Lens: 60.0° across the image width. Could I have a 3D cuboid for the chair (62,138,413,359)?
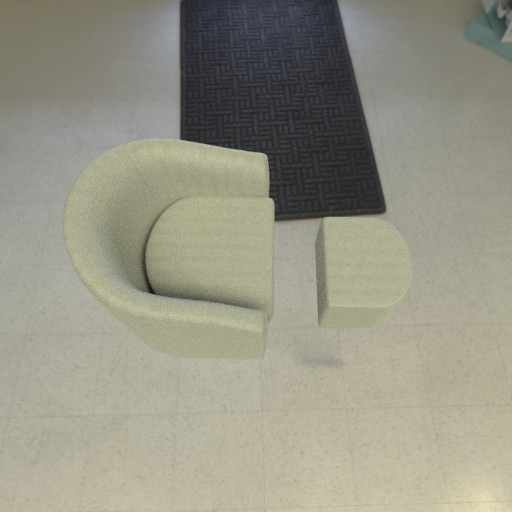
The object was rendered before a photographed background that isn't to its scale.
[{"bbox_3d":[0.000,0.000,1.803,1.288,0.757,0.756,1,64,1],"label":"chair"}]
